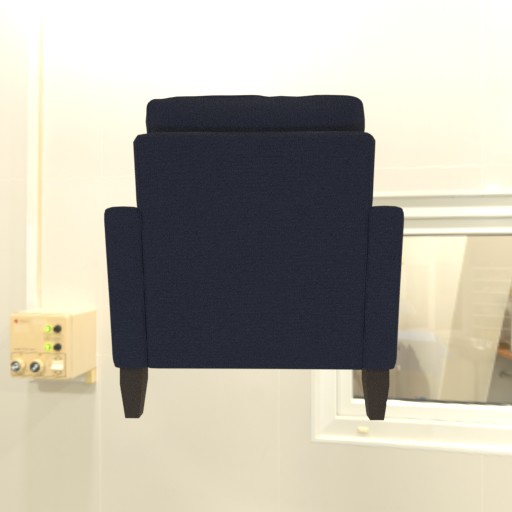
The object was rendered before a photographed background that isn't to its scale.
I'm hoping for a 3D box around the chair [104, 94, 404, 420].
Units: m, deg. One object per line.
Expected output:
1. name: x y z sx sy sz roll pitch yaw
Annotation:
1. chair: 0.000 0.000 1.644 0.855 0.991 0.897 0 0 1
